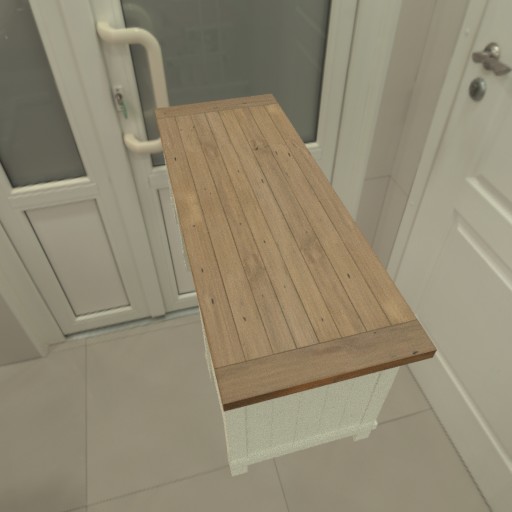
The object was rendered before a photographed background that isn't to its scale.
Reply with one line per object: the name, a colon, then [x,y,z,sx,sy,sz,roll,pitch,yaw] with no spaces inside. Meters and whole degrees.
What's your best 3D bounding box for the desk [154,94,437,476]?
desk: [0.000,0.000,2.210,0.688,0.760,1.803,-11,47,-11]
